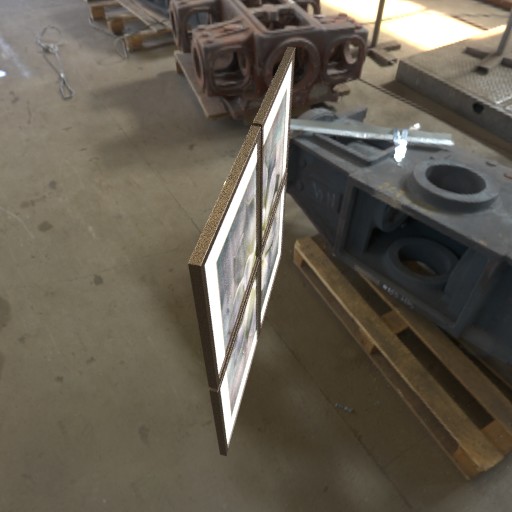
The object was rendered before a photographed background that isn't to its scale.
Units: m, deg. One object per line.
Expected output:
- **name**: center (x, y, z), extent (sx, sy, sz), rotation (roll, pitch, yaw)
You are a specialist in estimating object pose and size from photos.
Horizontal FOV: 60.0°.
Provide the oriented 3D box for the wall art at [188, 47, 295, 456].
- **wall art**: center (0.000, 0.000, 1.561), extent (0.030, 1.032, 1.032), rotation (10, 48, 9)
